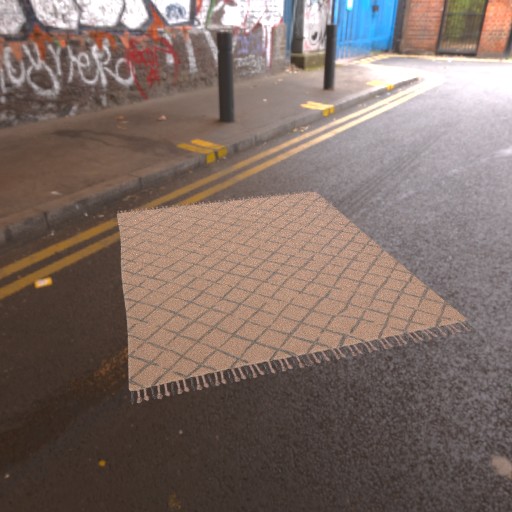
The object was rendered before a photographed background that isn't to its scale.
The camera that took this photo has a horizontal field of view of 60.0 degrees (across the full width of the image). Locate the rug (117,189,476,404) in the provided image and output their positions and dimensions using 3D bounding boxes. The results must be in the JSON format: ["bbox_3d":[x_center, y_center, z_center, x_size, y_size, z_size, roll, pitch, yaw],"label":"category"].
[{"bbox_3d":[0.000,0.000,4.918,2.892,0.036,3.585,-8,30,-15],"label":"rug"}]
